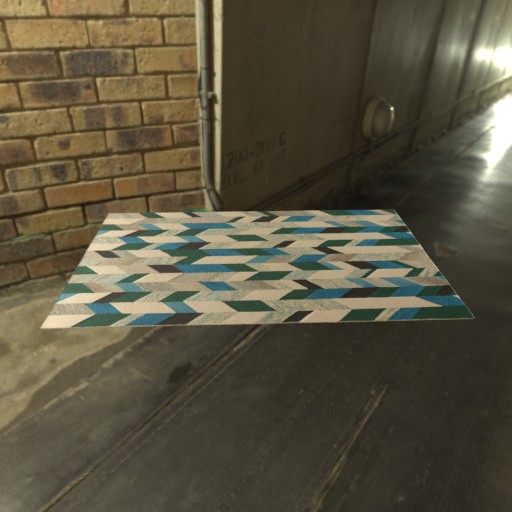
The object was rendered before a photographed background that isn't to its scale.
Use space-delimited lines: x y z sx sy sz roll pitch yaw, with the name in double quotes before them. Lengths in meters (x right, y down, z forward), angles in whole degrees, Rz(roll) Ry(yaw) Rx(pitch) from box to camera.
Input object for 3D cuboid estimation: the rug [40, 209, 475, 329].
"rug" 0.000 0.000 3.119 2.433 0.007 1.507 -1 30 -2
